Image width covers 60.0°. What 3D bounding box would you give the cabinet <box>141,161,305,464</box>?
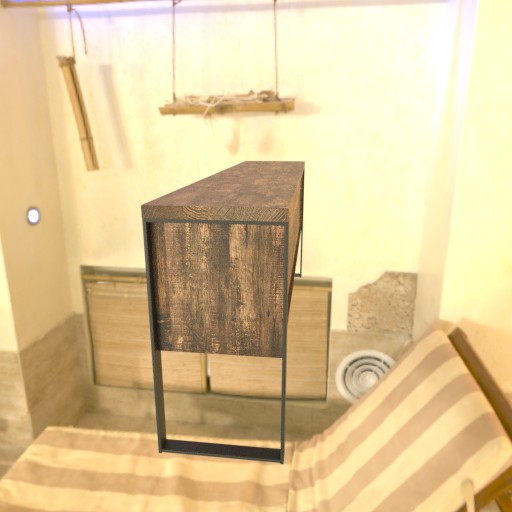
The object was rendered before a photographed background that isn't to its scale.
[{"bbox_3d":[0.000,0.000,2.084,0.395,0.762,1.800,2,16,7],"label":"cabinet"}]
